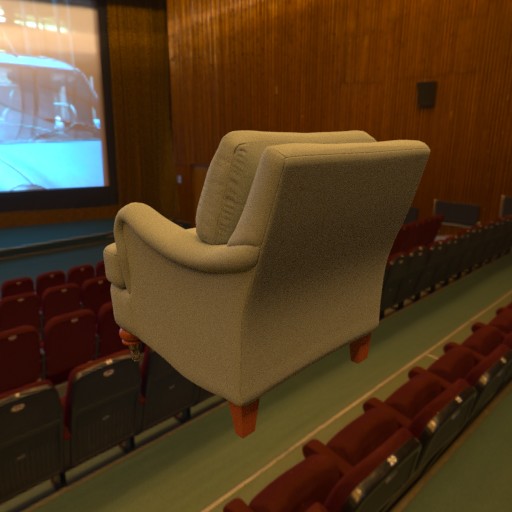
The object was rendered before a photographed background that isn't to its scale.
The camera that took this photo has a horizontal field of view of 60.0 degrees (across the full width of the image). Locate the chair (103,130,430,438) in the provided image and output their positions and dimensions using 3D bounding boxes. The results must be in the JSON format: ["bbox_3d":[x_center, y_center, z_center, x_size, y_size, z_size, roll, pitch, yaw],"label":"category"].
[{"bbox_3d":[0.000,0.000,1.906,1.070,1.038,0.955,15,22,43],"label":"chair"}]
